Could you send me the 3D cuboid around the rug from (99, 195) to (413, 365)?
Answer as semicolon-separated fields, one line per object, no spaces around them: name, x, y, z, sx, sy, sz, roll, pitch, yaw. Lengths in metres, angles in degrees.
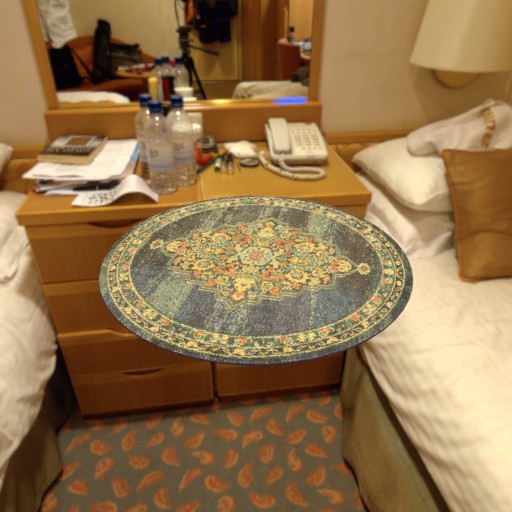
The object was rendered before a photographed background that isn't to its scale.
rug;0.000;0.000;3.514;2.386;0.014;2.386;0;31;0
